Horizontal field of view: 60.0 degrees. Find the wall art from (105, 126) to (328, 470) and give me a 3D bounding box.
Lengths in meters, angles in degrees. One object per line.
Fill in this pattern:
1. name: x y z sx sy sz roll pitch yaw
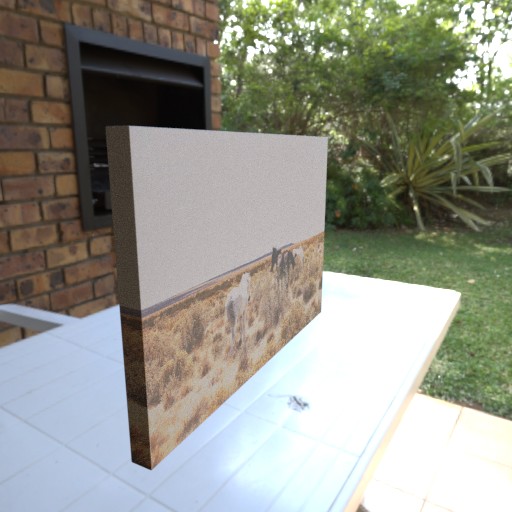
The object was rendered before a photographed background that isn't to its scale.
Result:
1. wall art: 0.000 0.000 1.146 0.050 0.610 0.914 7 16 27
